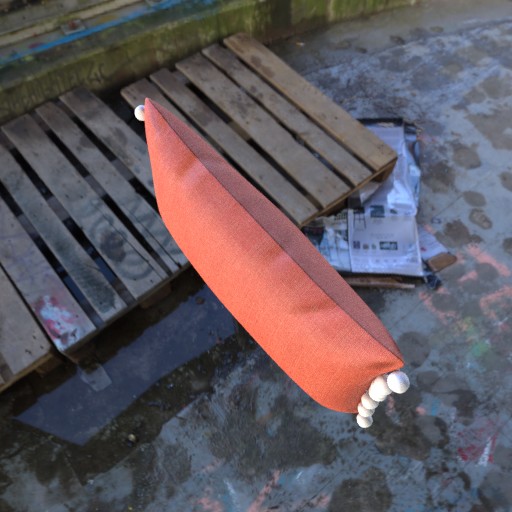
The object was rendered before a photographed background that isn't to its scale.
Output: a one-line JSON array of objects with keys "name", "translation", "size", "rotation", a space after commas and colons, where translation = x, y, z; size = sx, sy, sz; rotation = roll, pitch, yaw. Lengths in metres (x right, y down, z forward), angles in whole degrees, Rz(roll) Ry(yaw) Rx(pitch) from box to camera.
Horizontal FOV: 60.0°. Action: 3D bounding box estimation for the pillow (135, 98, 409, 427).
[{"name": "pillow", "translation": [0.000, 0.000, 0.847], "size": [0.201, 0.322, 0.709], "rotation": [-35, 65, -18]}]
